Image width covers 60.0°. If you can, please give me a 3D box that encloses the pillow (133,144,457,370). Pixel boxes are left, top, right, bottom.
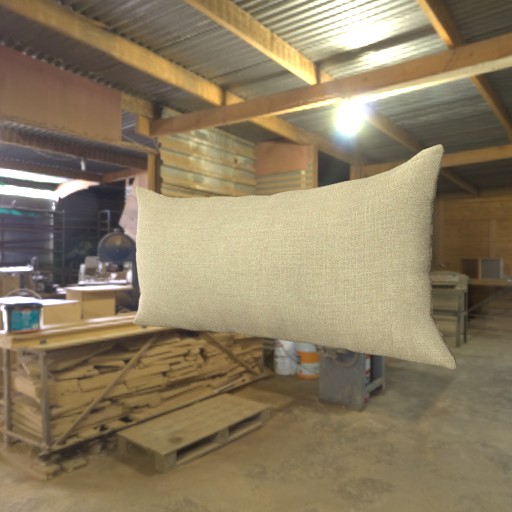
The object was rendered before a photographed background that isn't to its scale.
[{"bbox_3d":[0.000,0.000,0.747,0.631,0.290,0.148,0,0,36],"label":"pillow"}]
